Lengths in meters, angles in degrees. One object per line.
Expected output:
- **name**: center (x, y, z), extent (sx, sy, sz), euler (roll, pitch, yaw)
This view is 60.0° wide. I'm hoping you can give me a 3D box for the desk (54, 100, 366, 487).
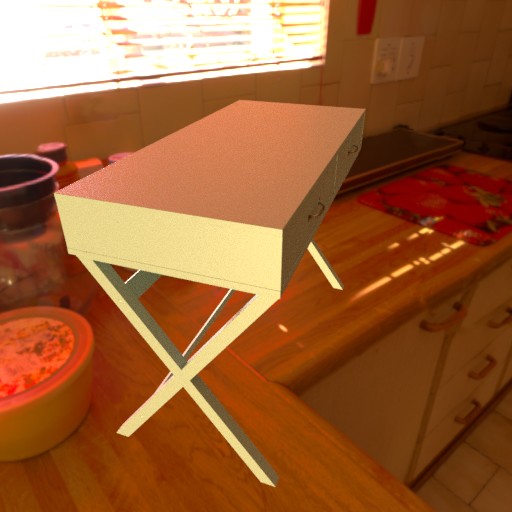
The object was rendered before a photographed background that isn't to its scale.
- **desk**: center (0.000, 0.000, 1.482), extent (0.525, 0.780, 1.057), euler (10, 32, 17)
